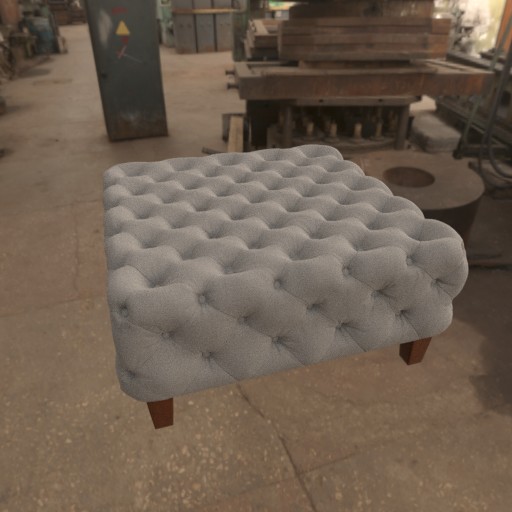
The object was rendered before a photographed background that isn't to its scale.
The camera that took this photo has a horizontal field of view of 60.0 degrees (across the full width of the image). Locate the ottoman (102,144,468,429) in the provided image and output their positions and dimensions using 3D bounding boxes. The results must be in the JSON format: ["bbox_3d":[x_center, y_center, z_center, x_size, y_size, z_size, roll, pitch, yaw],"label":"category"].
[{"bbox_3d":[0.000,0.000,1.430,0.911,0.439,0.917,-9,32,-15],"label":"ottoman"}]
